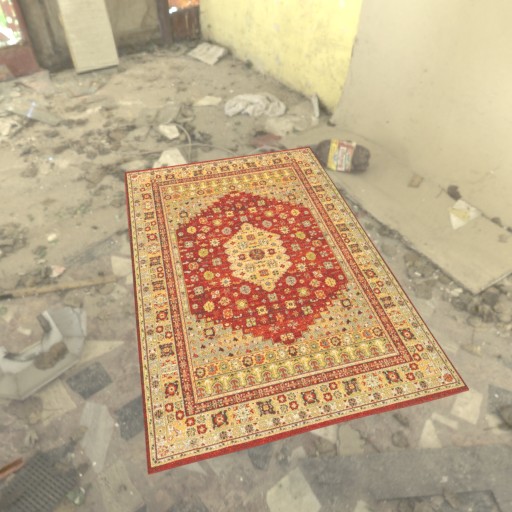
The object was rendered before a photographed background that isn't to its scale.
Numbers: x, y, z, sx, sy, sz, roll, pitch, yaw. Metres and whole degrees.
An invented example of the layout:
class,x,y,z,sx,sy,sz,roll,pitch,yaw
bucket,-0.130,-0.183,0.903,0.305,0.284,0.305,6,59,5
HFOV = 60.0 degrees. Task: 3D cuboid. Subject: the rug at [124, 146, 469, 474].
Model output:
class,x,y,z,sx,sy,sz,roll,pitch,yaw
rug,0.000,0.000,2.178,1.194,0.013,1.802,-10,45,-10
